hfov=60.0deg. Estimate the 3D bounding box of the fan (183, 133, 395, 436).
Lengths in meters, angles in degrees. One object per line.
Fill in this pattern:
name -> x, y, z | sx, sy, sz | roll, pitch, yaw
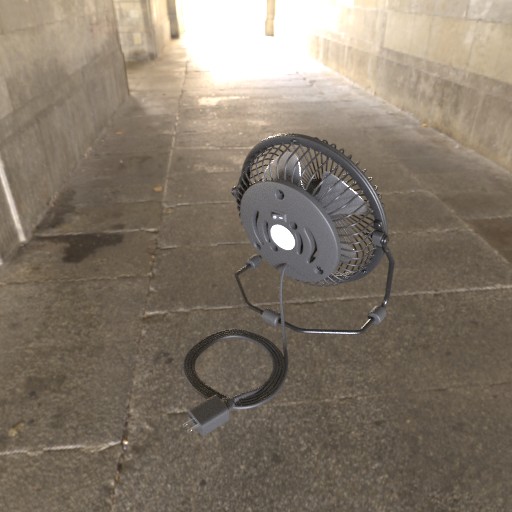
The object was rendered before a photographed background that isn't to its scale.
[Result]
fan -> 0.000, 0.000, 0.320 | 0.153, 0.152, 0.202 | 23, 38, 33
